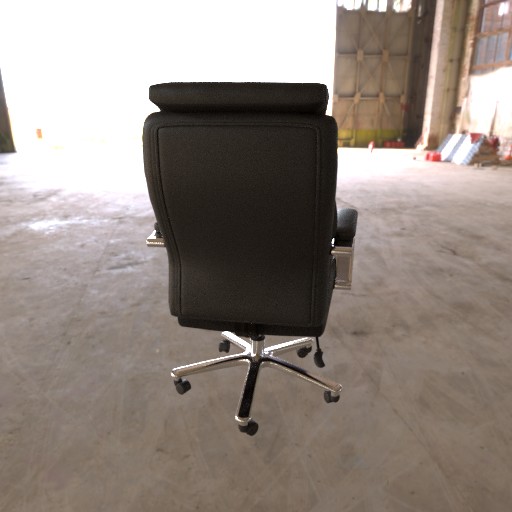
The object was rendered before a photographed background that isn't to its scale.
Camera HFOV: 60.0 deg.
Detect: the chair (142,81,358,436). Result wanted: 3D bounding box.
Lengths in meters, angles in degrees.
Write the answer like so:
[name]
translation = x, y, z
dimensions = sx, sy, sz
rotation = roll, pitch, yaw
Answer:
[chair]
translation = 0.000, 0.000, 1.666
dimensions = 0.755, 1.183, 0.790
rotation = 3, 18, 9
